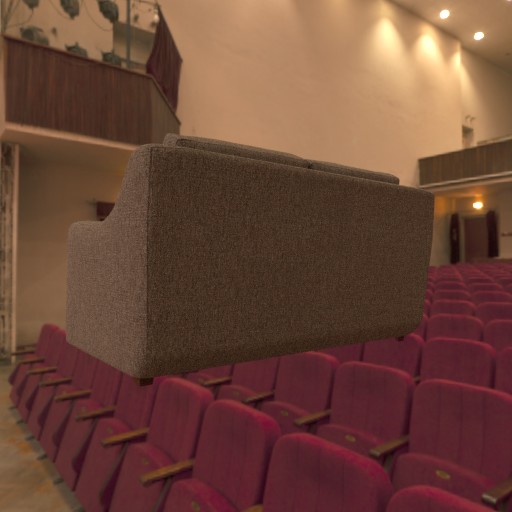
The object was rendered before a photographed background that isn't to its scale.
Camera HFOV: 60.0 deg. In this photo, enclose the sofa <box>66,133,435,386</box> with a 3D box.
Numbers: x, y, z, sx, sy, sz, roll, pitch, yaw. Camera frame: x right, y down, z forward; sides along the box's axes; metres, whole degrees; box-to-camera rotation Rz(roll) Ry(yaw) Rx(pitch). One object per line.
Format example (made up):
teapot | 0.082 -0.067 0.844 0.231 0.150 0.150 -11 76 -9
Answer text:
sofa | 0.000 0.000 2.421 1.778 0.991 1.120 1 -1 -37
